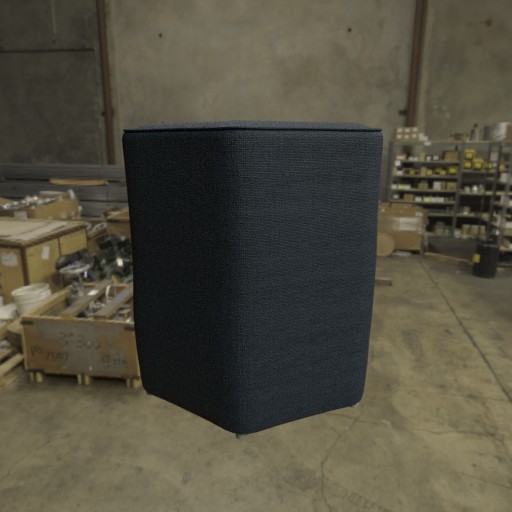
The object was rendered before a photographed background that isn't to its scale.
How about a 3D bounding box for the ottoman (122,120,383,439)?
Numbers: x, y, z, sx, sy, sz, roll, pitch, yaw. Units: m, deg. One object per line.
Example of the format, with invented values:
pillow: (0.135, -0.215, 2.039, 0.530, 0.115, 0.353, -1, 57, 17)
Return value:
ottoman: (0.000, 0.000, 0.894, 0.454, 0.505, 0.492, 2, 14, 10)
